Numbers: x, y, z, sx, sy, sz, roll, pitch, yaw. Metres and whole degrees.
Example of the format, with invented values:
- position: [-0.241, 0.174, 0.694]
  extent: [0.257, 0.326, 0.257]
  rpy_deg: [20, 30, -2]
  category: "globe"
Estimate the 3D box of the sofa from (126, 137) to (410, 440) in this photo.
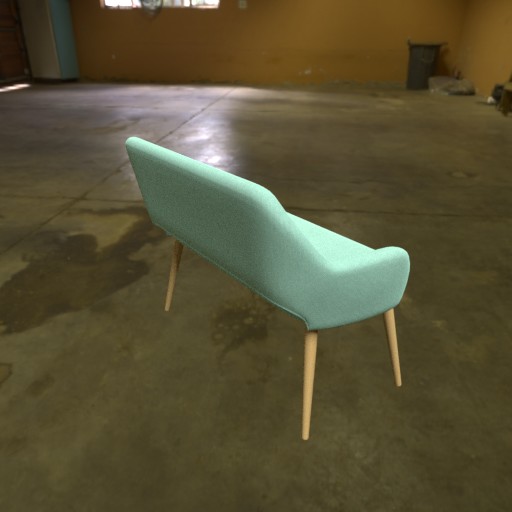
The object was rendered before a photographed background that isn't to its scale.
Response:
- position: [0.000, 0.000, 1.669]
  extent: [0.610, 0.840, 1.150]
  rpy_deg: [-19, 32, -33]
  category: "sofa"
